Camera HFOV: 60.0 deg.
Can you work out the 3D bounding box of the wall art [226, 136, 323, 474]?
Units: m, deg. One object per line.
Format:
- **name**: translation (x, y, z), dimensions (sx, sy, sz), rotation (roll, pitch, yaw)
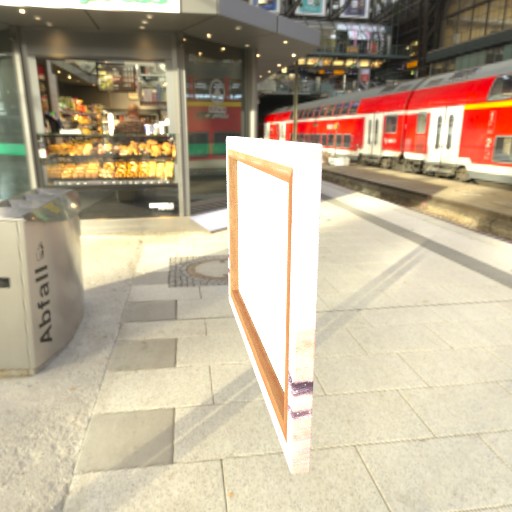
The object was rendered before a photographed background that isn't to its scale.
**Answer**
- **wall art**: translation (0.000, 0.000, 1.192), dimensions (0.038, 0.609, 0.913), rotation (-3, 16, -10)
